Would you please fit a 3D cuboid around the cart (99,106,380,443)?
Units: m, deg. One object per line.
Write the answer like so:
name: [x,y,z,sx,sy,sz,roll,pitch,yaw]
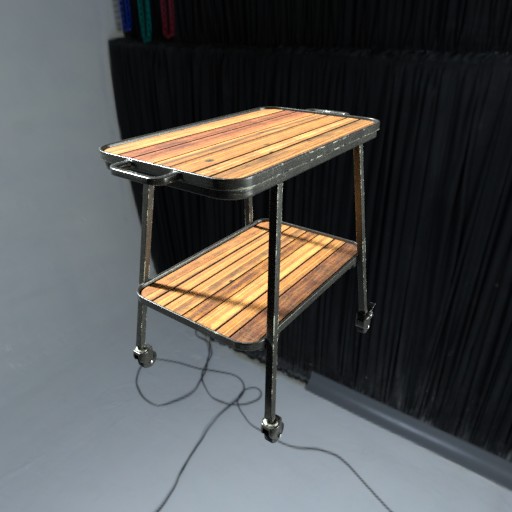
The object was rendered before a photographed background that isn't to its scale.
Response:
cart: [0.000,0.000,1.271,0.515,0.700,0.806,19,33,31]
